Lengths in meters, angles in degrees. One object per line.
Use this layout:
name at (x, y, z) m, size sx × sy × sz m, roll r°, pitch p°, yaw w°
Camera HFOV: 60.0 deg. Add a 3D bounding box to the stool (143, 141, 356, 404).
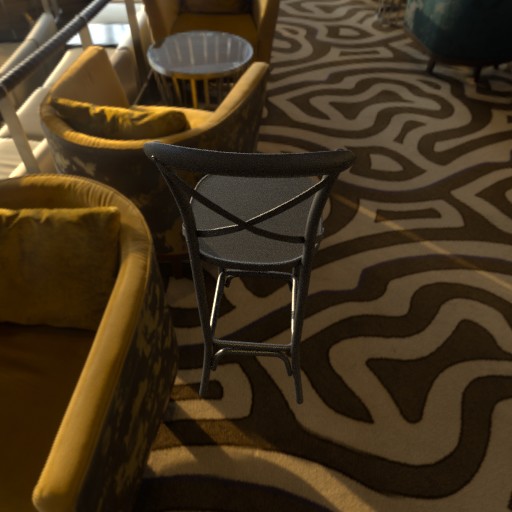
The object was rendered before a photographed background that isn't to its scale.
stool at (0.000, 0.000, 1.488) m, size 0.457 × 1.168 × 0.584 m, roll 3°, pitch 46°, yaw 3°
